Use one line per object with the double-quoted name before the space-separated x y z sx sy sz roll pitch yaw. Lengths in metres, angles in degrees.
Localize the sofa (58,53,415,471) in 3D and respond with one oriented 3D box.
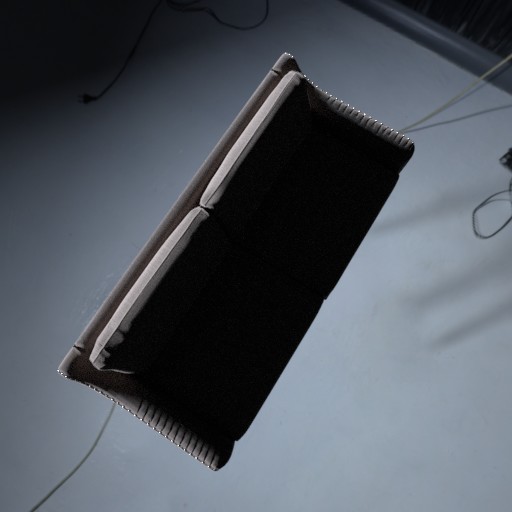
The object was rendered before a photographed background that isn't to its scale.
"sofa" 0.000 0.000 2.655 1.000 0.857 2.208 32 79 7
